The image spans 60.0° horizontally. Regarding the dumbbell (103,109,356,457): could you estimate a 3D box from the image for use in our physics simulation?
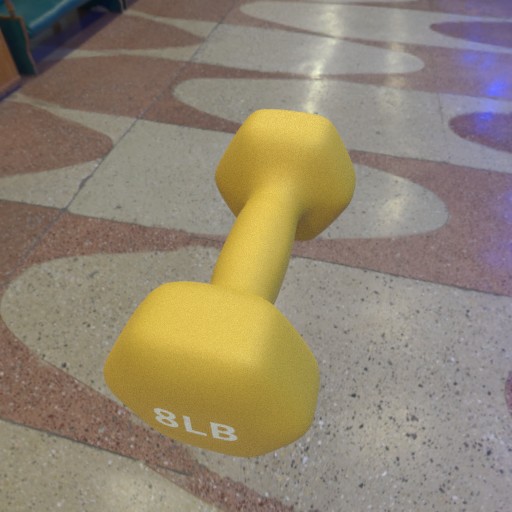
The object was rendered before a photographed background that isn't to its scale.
[{"bbox_3d":[0.000,0.000,0.234,0.090,0.082,0.190,11,46,11],"label":"dumbbell"}]
